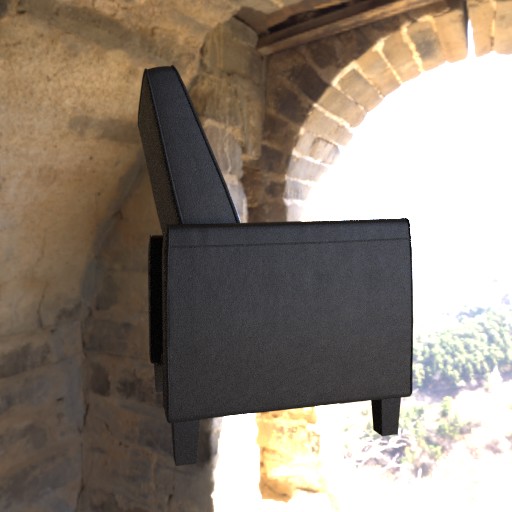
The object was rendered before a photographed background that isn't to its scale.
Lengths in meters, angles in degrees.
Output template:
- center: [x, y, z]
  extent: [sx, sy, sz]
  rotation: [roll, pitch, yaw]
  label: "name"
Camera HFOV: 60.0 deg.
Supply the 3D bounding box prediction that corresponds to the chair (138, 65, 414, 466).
- center: [0.000, 0.000, 1.470]
  extent: [0.746, 1.013, 0.705]
  rotation: [0, 0, -17]
  label: "chair"
